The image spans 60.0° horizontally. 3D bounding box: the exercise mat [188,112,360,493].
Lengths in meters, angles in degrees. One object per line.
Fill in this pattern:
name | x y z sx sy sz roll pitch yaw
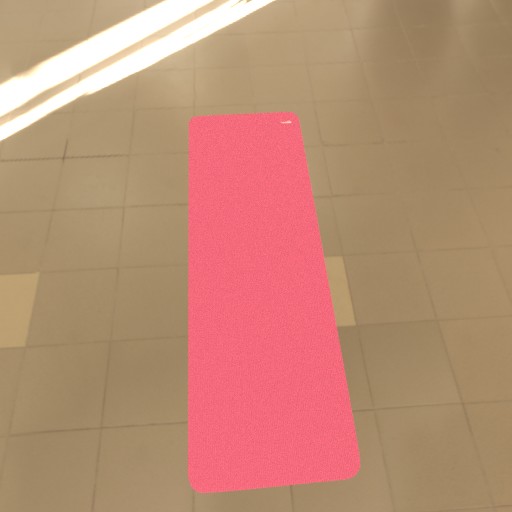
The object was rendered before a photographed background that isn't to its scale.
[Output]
exercise mat | 0.000 0.000 2.029 0.616 0.021 1.884 -4 59 -2
